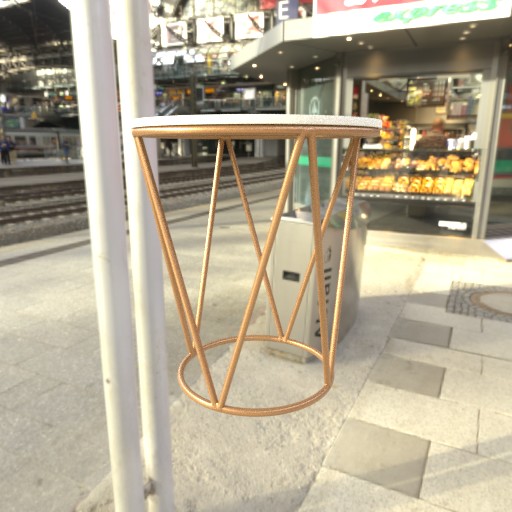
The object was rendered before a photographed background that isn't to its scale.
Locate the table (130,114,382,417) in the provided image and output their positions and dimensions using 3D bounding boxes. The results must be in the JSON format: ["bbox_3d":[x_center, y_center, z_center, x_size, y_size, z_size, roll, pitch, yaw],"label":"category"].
[{"bbox_3d":[0.000,0.000,0.977,0.500,0.564,0.500,0,14,0],"label":"table"}]
